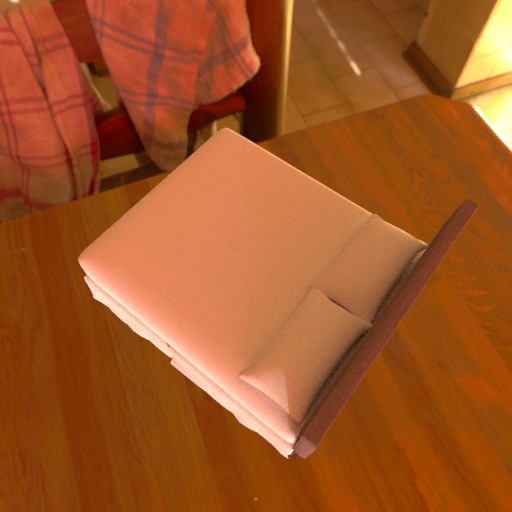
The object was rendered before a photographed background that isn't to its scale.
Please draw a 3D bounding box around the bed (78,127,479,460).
[{"bbox_3d":[0.000,0.000,2.874,1.894,1.089,1.610,35,67,17],"label":"bed"}]
